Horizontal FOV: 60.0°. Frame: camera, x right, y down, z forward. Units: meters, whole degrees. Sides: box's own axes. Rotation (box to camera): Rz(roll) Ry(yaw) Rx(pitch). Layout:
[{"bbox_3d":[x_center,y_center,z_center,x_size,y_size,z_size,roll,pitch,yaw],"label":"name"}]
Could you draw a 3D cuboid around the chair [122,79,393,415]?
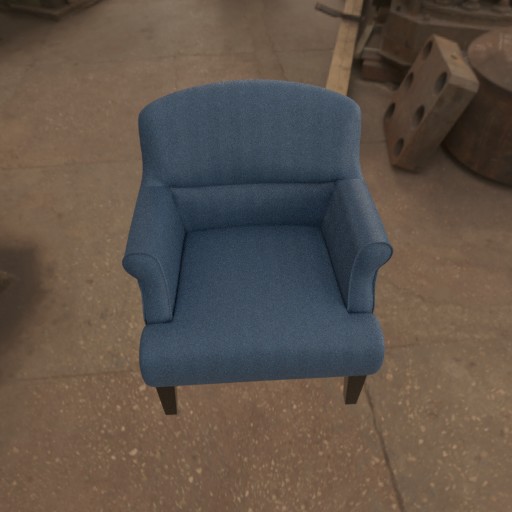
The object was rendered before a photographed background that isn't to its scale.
[{"bbox_3d":[0.000,0.000,1.482,0.770,0.878,0.754,-3,47,-2],"label":"chair"}]
